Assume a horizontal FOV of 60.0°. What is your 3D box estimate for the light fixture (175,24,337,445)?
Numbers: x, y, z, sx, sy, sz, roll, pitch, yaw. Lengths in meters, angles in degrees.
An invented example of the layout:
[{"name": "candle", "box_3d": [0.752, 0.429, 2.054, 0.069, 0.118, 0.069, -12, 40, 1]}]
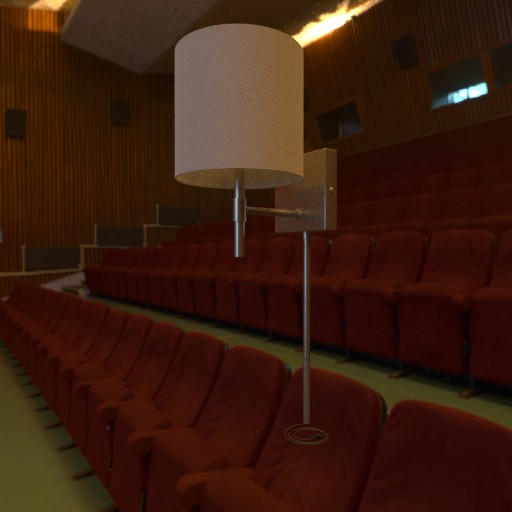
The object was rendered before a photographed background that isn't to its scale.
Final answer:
[{"name": "light fixture", "box_3d": [0.000, 0.000, 0.674, 0.248, 0.589, 0.188, 0, 1, -36]}]
